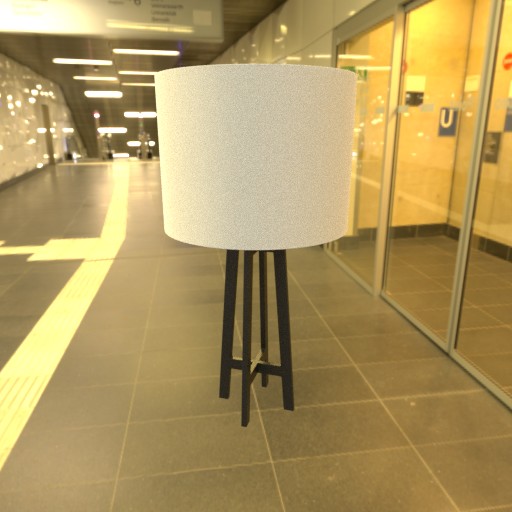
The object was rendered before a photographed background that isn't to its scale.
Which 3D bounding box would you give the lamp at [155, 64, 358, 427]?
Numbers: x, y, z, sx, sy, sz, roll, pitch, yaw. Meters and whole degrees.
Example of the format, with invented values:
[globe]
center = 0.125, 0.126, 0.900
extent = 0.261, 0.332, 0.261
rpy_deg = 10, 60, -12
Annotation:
[lamp]
center = 0.000, 0.000, 0.642
extent = 0.257, 0.489, 0.257
rpy_deg = -8, 18, -27
